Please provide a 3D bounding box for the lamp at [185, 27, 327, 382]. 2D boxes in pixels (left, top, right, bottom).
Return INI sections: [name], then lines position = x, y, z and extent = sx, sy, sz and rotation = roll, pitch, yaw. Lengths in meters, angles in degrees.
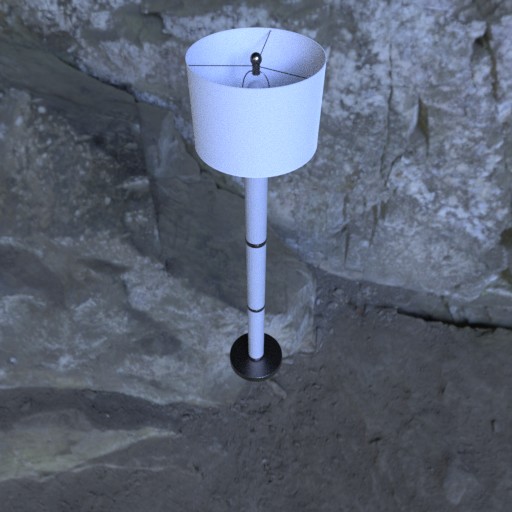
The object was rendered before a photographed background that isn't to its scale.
[lamp]
position = 0.000, 0.000, 1.765
extent = 0.377, 1.599, 0.377
rotation = 10, 48, 9
